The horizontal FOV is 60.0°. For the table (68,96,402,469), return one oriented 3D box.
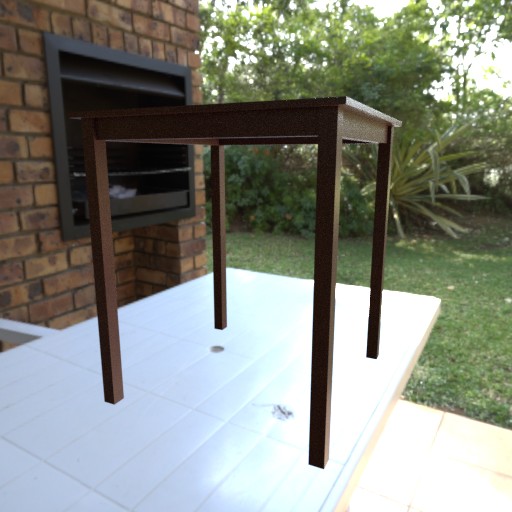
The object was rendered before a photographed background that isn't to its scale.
[{"bbox_3d":[0.000,0.000,1.659,0.861,0.991,0.861,6,14,25],"label":"table"}]
